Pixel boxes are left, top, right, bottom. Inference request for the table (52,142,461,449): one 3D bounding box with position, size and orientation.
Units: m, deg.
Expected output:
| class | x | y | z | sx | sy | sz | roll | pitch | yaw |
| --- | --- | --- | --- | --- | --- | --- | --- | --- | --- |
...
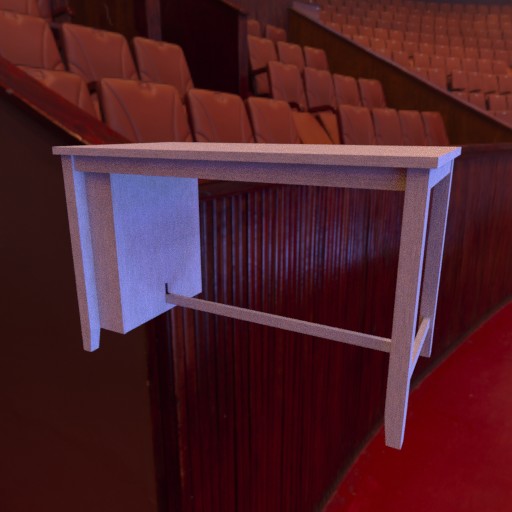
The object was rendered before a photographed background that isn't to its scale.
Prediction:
| class | x | y | z | sx | sy | sz | roll | pitch | yaw |
| --- | --- | --- | --- | --- | --- | --- | --- | --- | --- |
| table | 0.000 | 0.000 | 1.827 | 1.397 | 0.874 | 0.729 | 8 | 18 | 27 |
